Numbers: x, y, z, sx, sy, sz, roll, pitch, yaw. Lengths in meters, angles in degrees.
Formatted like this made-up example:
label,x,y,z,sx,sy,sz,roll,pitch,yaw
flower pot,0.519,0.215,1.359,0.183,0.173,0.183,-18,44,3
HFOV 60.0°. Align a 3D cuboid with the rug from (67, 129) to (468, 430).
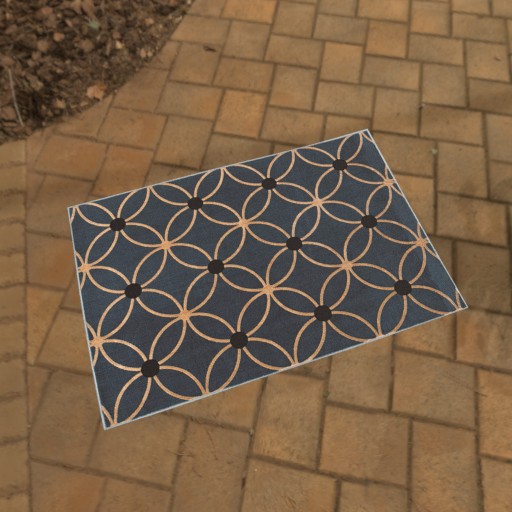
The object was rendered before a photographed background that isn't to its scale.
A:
label,x,y,z,sx,sy,sz,roll,pitch,yaw
rug,0.000,0.000,2.912,2.284,0.008,1.522,-16,65,-8
